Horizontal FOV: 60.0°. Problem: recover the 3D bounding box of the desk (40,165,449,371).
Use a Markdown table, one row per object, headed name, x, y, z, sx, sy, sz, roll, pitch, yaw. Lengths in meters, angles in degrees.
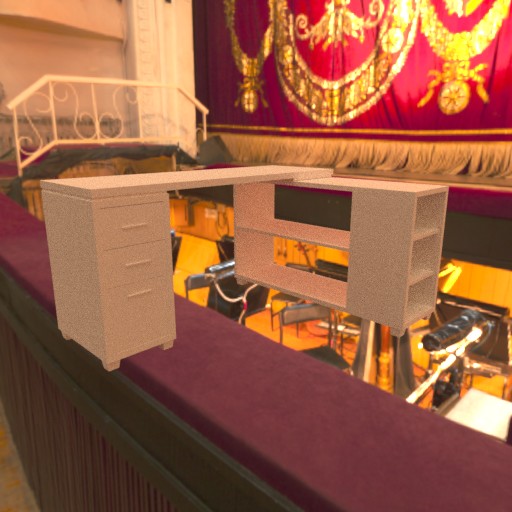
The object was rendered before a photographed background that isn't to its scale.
| name | x | y | z | sx | sy | sz | roll | pitch | yaw |
| --- | --- | --- | --- | --- | --- | --- | --- | --- | --- |
| desk | 0.000 | 0.000 | 2.185 | 1.199 | 0.759 | 1.524 | 15 | 21 | 43 |
